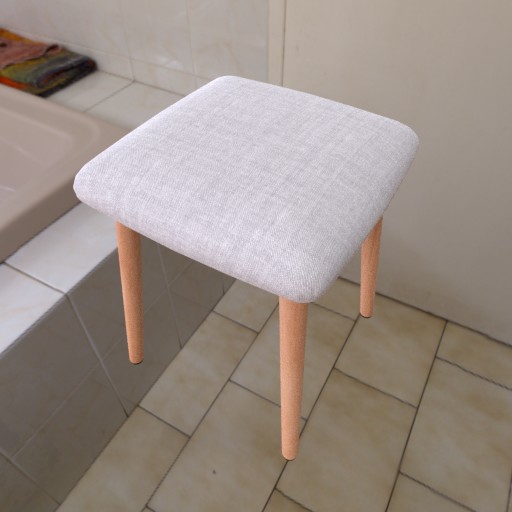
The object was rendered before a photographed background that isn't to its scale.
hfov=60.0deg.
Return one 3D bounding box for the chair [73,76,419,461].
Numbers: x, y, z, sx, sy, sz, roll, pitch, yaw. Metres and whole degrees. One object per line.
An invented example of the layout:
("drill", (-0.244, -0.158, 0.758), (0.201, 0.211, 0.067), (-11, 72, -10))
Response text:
("chair", (0.000, 0.000, 0.698), (0.350, 0.440, 0.350), (24, 51, 21))
